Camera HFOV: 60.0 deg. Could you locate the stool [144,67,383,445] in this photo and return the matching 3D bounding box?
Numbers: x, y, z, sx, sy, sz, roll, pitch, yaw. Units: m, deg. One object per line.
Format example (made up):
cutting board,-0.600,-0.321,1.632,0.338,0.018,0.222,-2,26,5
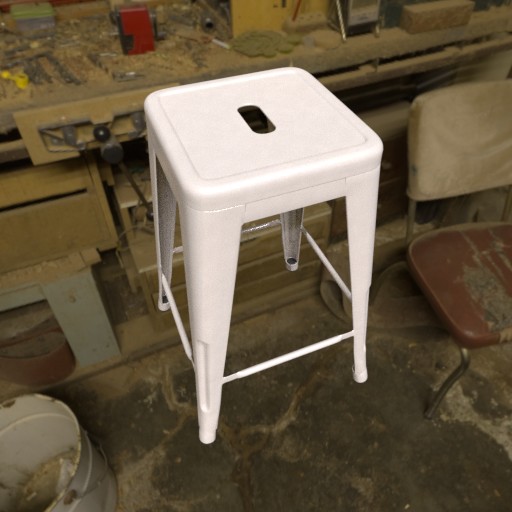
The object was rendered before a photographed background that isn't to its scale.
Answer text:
stool,0.000,0.000,0.886,0.406,0.610,0.406,-16,49,-15
